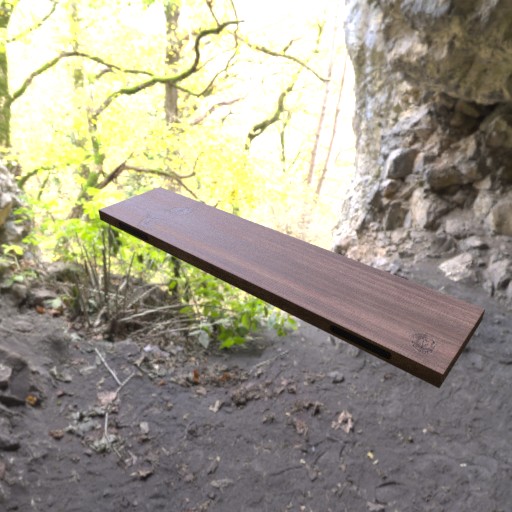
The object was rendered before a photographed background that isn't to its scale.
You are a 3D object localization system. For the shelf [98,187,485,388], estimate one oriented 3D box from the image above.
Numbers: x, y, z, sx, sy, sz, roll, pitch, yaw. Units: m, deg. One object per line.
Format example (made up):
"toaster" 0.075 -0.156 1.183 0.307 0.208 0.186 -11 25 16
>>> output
"shelf" 0.000 0.000 0.665 0.610 0.020 0.140 23 38 33
